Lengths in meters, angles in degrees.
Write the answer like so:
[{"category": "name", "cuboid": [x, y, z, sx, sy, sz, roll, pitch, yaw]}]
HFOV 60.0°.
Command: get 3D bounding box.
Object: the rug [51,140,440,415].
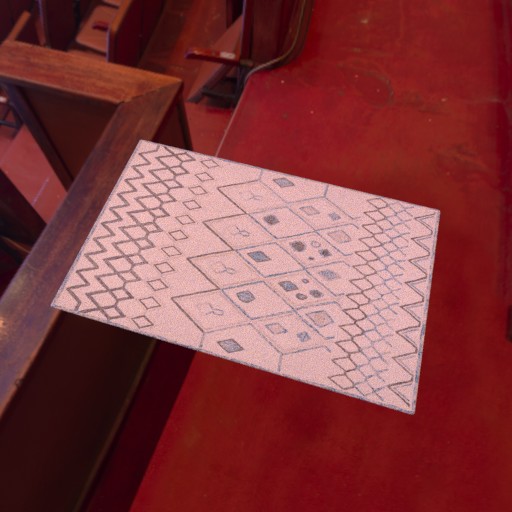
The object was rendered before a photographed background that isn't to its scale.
[{"category": "rug", "cuboid": [0.000, 0.000, 3.158, 2.439, 0.015, 1.524, 15, 64, 7]}]
